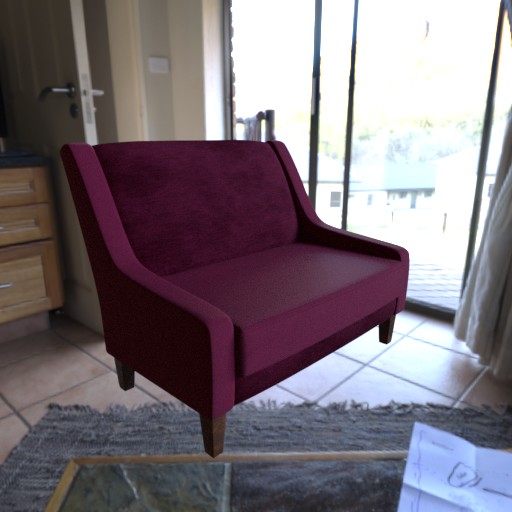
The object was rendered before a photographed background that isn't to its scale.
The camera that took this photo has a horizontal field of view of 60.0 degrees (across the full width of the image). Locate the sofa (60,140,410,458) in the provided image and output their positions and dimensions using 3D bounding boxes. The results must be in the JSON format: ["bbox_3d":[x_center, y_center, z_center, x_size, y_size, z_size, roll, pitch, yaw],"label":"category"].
[{"bbox_3d":[0.000,0.000,1.945,0.946,0.976,1.242,15,21,43],"label":"sofa"}]
